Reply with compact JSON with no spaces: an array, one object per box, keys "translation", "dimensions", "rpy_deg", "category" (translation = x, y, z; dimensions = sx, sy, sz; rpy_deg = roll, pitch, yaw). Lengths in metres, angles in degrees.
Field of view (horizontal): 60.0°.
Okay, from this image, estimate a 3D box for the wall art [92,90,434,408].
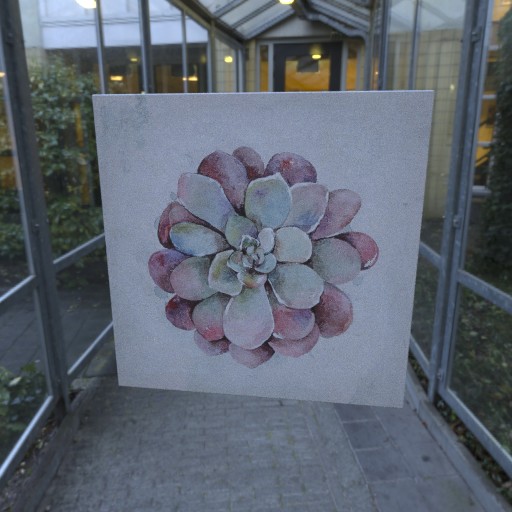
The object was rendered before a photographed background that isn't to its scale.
[{"translation":[0.000,0.000,0.877],"dimensions":[0.605,0.605,0.044],"rpy_deg":[2,15,8],"category":"wall art"}]
